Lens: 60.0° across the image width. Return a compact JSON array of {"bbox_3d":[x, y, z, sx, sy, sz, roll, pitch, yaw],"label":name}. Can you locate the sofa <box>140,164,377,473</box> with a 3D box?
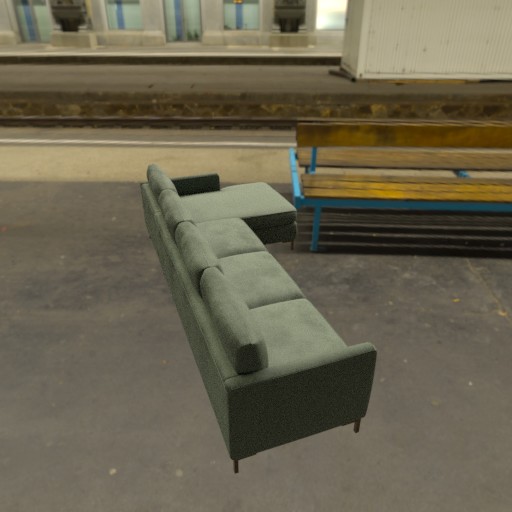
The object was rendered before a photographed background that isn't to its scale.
[{"bbox_3d":[0.000,0.000,3.199,1.255,0.756,2.725,-10,31,-18],"label":"sofa"}]
